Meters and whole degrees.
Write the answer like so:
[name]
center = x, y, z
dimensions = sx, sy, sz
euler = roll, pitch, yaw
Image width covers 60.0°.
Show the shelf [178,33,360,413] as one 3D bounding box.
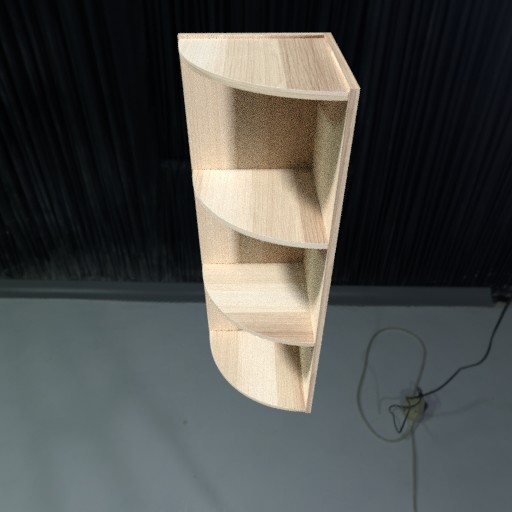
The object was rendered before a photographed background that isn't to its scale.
[shelf]
center = 0.000, 0.000, 1.020
dimensions = 0.290, 0.872, 0.290
euler = -1, 41, -1
